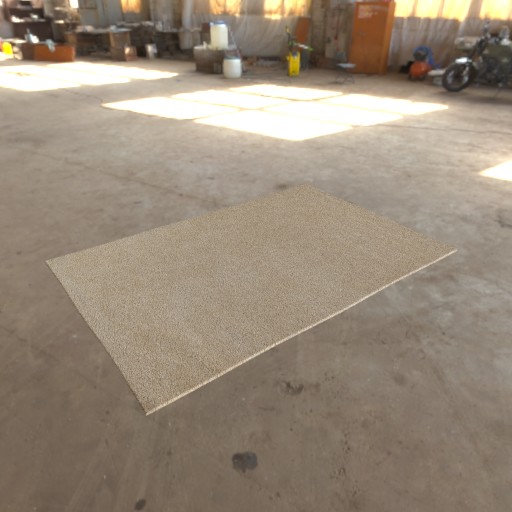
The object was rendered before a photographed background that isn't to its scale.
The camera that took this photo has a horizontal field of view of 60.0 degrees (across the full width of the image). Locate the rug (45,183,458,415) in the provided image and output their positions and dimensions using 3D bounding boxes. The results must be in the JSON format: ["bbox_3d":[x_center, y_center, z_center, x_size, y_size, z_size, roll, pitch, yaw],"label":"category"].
[{"bbox_3d":[0.000,0.000,3.479,2.699,0.025,1.800,-21,36,-31],"label":"rug"}]
